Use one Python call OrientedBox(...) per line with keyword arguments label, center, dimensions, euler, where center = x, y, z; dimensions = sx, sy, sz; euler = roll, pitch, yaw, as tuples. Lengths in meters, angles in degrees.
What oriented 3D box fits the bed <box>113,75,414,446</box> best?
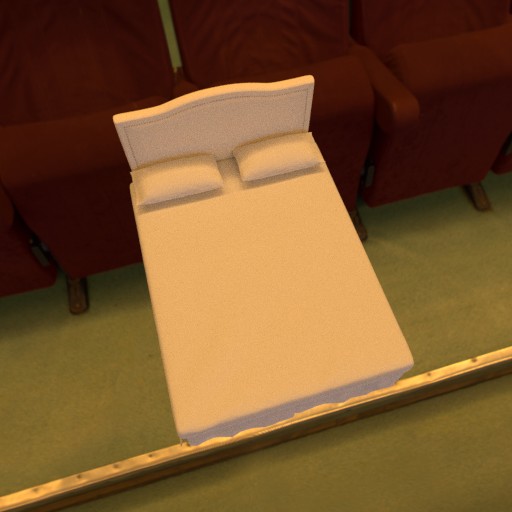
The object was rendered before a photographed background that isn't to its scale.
OrientedBox(label="bed", center=(0.000, 0.000, 3.690), dimensions=(1.977, 1.437, 2.477), euler=(-14, 64, -7))
